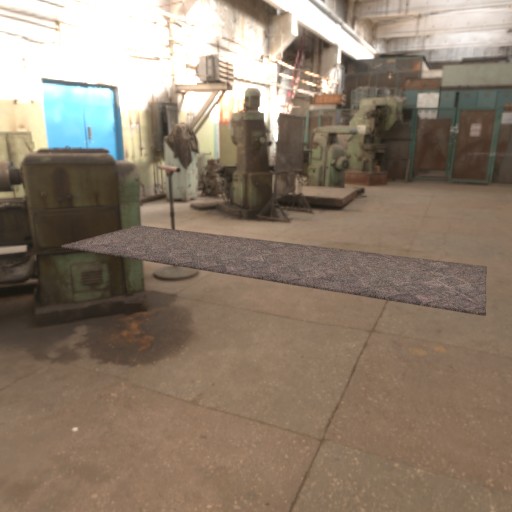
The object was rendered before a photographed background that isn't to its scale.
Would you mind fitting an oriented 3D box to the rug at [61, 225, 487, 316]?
[{"bbox_3d":[0.000,0.000,2.467,2.296,0.011,0.691,8,17,26],"label":"rug"}]
